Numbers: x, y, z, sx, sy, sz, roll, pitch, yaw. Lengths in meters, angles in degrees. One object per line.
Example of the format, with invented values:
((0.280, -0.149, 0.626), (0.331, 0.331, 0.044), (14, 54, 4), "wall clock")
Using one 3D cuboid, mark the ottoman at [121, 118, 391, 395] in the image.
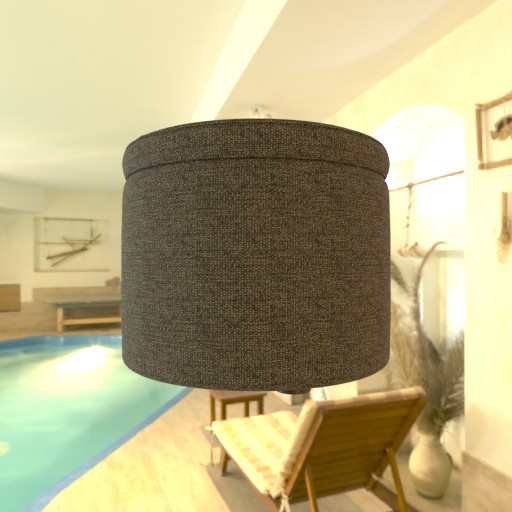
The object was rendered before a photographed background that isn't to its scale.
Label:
((0.000, 0.000, 0.894), (0.520, 0.430, 0.520), (0, 0, 0), "ottoman")
